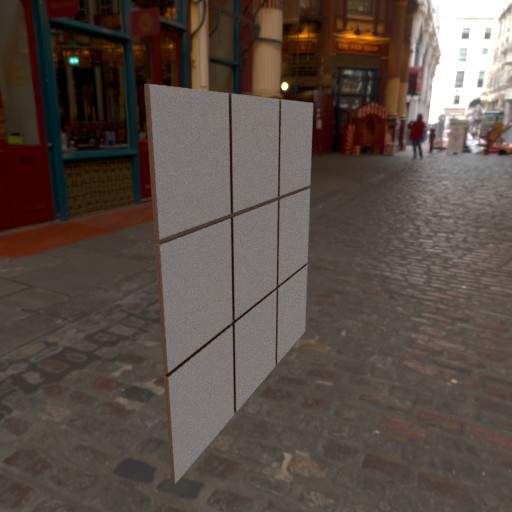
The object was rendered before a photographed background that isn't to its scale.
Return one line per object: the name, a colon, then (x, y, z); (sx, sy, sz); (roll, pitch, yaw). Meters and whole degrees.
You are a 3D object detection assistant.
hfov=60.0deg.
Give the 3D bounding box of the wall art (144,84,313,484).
wall art: (0.000, 0.000, 1.839); (0.017, 1.246, 1.256); (8, 19, 25)
